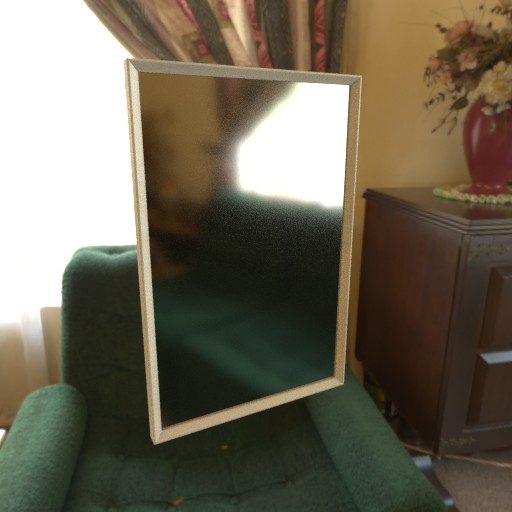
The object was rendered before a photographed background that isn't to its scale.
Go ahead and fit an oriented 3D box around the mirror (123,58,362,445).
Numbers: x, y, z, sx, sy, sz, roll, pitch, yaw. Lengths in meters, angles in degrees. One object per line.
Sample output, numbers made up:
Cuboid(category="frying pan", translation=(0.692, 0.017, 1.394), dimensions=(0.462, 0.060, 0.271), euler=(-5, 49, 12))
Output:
Cuboid(category="mirror", translation=(0.000, 0.000, 1.166), dimensions=(0.609, 0.915, 0.041), euler=(-8, 17, -27))
